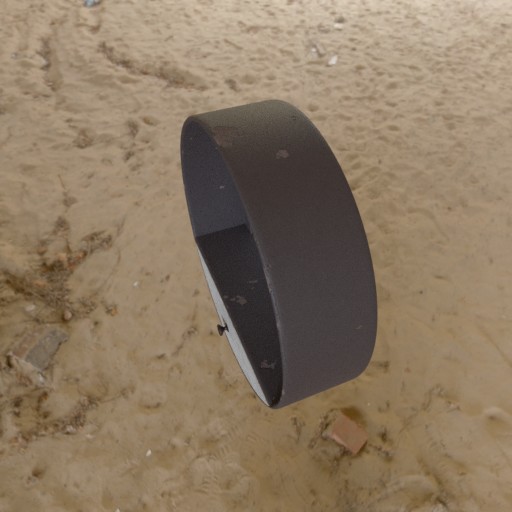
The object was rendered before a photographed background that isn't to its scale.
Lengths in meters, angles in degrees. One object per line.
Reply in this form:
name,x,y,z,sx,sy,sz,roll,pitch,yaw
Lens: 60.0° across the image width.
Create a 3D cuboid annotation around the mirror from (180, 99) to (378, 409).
mirror,0.000,0.000,0.600,0.126,0.386,0.386,-17,49,-15
